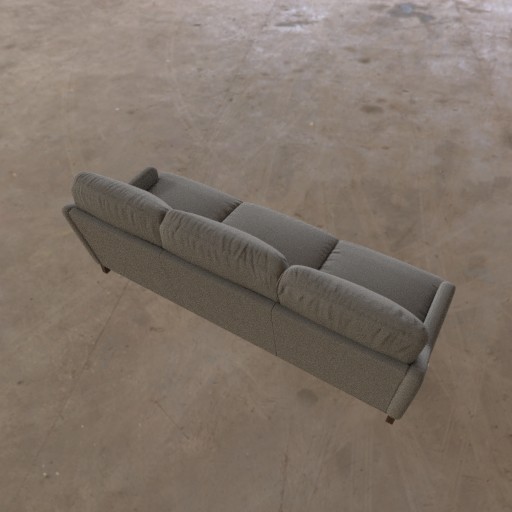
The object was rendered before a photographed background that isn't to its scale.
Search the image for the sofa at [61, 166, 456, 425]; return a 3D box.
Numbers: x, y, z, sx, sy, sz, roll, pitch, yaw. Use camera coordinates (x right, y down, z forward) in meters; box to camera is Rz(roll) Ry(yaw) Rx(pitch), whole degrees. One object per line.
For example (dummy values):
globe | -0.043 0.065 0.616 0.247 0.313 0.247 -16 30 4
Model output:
sofa | 0.000 0.000 2.849 2.344 0.926 0.987 24 50 21
